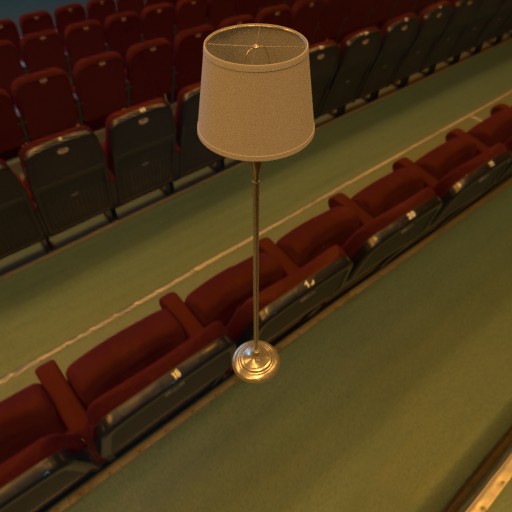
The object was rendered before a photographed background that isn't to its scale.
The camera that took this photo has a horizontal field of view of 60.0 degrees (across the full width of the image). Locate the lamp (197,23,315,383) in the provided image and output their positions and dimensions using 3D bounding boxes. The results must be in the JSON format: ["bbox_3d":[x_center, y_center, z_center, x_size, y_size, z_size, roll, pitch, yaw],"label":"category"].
[{"bbox_3d":[0.000,0.000,1.621,0.327,1.506,0.327,-32,54,-26],"label":"lamp"}]
